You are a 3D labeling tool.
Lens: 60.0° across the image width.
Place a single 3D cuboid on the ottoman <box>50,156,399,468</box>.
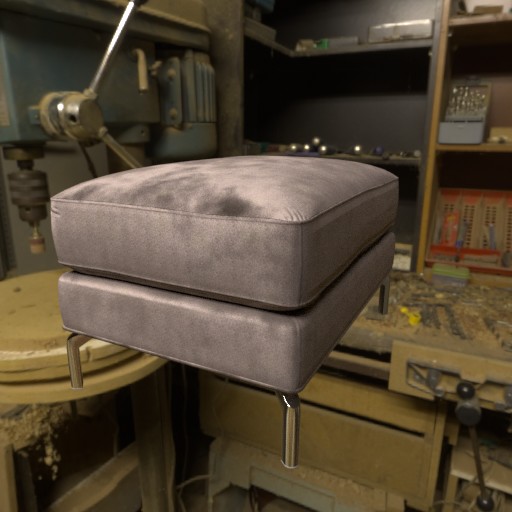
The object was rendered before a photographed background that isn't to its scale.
[{"bbox_3d":[0.000,0.000,1.046,0.520,0.456,0.719,8,17,26],"label":"ottoman"}]
